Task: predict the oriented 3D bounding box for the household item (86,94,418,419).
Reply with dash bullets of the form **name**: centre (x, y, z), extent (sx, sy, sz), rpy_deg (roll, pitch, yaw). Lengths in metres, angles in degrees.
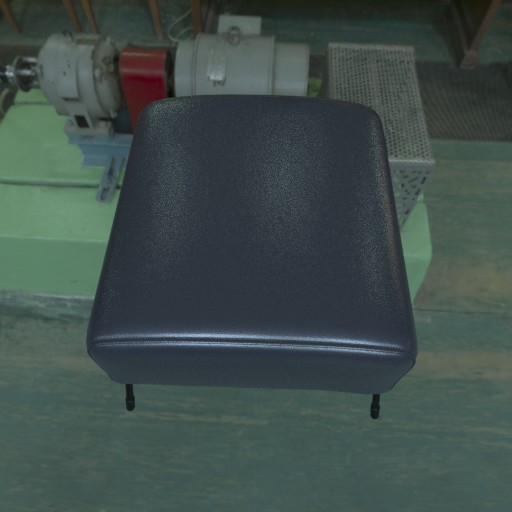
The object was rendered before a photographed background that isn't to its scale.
- **household item**: centre (0.000, 0.000, 0.883), extent (0.530, 0.410, 0.530), rpy_deg (2, 59, 1)
